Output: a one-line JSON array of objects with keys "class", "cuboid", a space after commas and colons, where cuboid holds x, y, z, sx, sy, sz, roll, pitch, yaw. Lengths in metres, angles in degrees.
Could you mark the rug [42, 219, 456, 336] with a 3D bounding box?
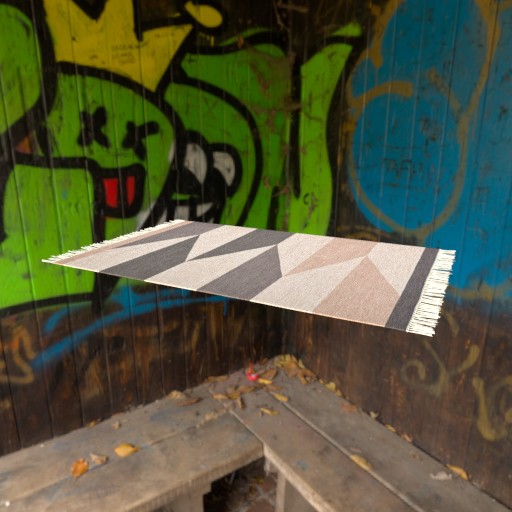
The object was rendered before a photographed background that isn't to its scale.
[{"class": "rug", "cuboid": [0.000, 0.000, 2.499, 2.021, 0.027, 1.224, 8, 18, 26]}]
